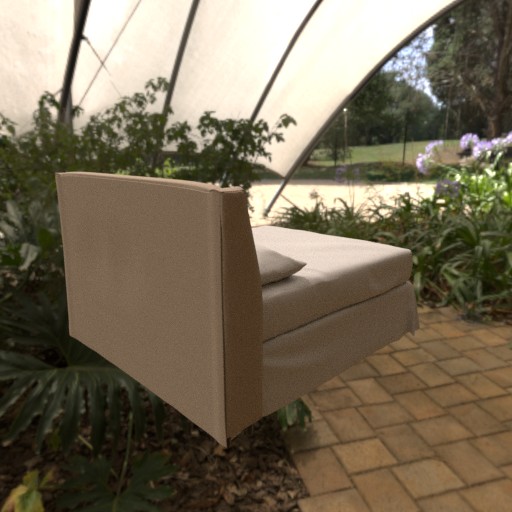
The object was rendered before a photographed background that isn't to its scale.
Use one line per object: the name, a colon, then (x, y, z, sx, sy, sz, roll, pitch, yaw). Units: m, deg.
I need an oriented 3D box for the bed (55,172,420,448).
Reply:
bed: (0.000, 0.000, 3.469, 2.276, 1.332, 1.925, -13, 19, -43)
